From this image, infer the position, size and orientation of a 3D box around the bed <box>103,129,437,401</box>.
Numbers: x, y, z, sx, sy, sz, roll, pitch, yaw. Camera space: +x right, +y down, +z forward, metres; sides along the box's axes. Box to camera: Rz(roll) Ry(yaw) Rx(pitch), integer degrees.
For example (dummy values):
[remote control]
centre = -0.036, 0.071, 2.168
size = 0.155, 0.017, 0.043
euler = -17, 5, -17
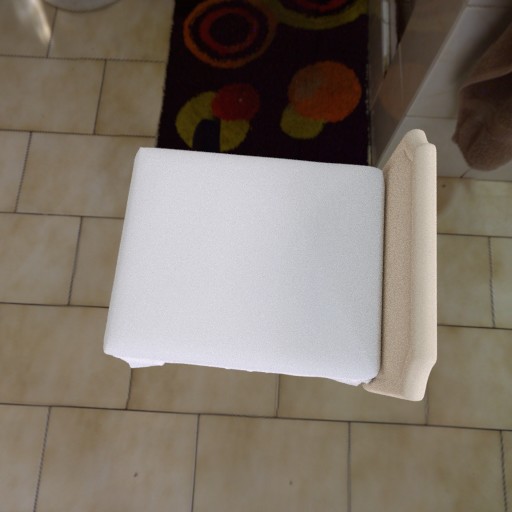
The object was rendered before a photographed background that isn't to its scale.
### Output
[bed]
centre = 0.000, 0.000, 3.308
size = 2.209, 1.296, 1.827
euler = 5, 76, 1
